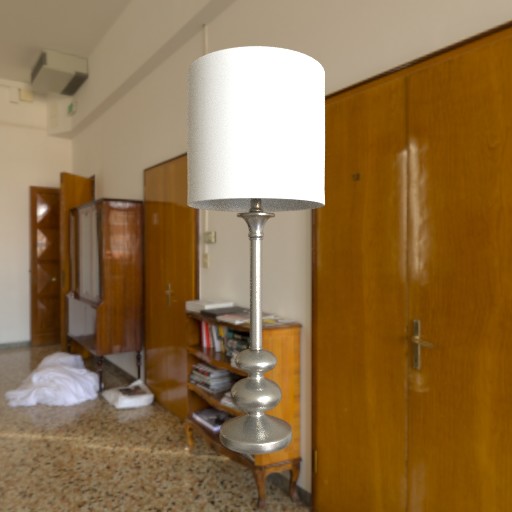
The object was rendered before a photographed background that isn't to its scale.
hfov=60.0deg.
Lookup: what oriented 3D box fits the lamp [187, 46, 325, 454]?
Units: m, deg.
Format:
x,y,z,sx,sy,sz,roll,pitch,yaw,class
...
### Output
x,y,z,sx,sy,sz,roll,pitch,yaw,class
0.000,0.000,0.831,0.254,0.690,0.254,0,1,19,lamp
